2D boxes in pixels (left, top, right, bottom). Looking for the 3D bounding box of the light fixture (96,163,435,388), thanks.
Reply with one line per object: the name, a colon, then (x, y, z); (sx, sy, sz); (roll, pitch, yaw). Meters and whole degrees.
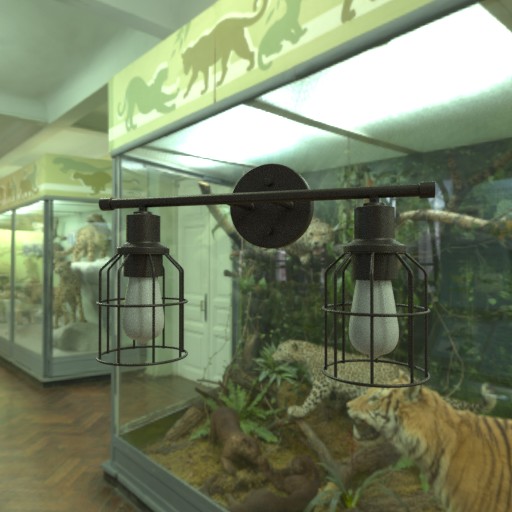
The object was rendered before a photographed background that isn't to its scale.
light fixture: (0.000, 0.000, 0.547); (0.406, 0.254, 0.165); (0, -1, 17)
